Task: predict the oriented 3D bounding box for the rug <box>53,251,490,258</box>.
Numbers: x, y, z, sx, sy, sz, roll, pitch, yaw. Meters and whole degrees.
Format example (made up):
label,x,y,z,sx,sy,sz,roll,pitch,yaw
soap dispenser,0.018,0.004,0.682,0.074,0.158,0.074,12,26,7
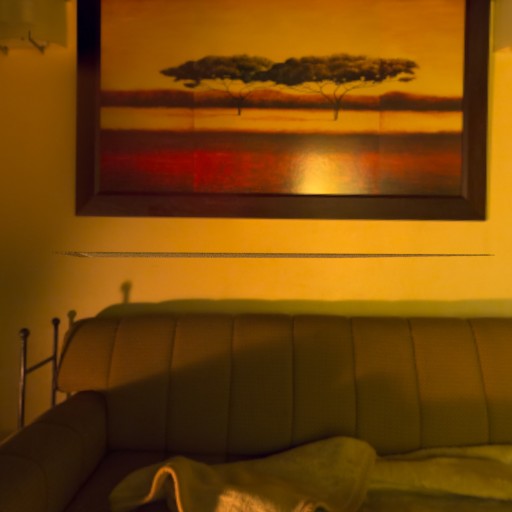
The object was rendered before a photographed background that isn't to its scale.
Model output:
label,x,y,z,sx,sy,sz,roll,pitch,yaw
rug,0.000,0.000,3.389,2.651,0.010,1.971,0,-1,-19
